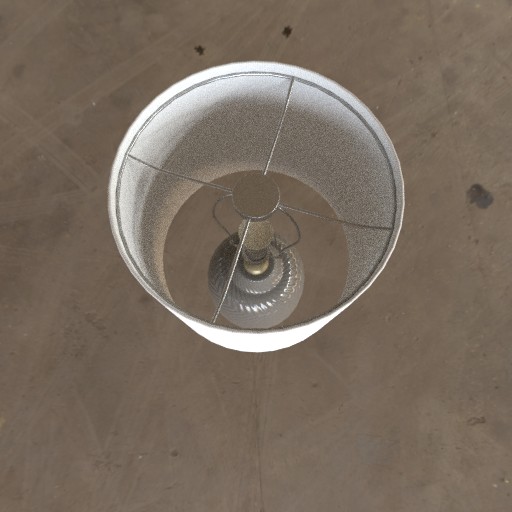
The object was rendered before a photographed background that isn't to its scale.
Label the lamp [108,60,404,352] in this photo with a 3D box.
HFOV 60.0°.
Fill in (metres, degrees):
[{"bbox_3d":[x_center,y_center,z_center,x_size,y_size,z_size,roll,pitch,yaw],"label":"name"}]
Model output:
[{"bbox_3d":[0.000,0.000,0.485,0.207,0.366,0.207,16,75,5],"label":"lamp"}]
